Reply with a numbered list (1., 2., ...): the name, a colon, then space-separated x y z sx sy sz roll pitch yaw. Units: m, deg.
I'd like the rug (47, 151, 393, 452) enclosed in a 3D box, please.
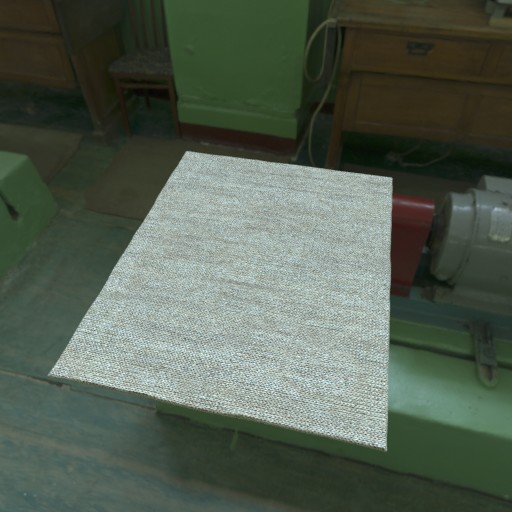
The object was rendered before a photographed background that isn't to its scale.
1. rug: 0.000 0.000 4.074 2.429 0.030 3.052 9 46 9
